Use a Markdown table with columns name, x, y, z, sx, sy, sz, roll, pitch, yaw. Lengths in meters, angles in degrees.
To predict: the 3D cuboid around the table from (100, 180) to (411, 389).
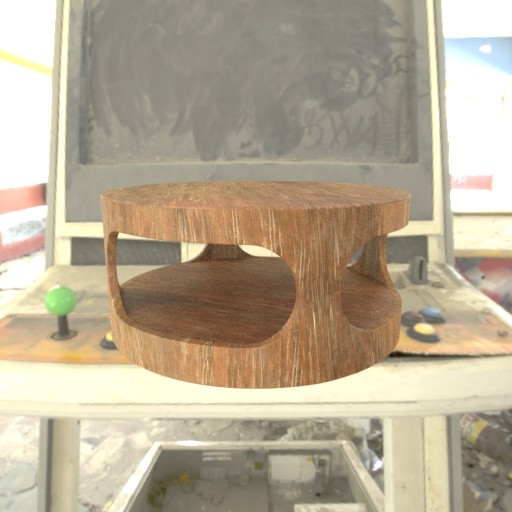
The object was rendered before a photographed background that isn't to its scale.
| name | x | y | z | sx | sy | sz | roll | pitch | yaw |
| --- | --- | --- | --- | --- | --- | --- | --- | --- | --- |
| table | 0.000 | 0.000 | 1.523 | 0.974 | 0.450 | 0.974 | 0 | 13 | 0 |
